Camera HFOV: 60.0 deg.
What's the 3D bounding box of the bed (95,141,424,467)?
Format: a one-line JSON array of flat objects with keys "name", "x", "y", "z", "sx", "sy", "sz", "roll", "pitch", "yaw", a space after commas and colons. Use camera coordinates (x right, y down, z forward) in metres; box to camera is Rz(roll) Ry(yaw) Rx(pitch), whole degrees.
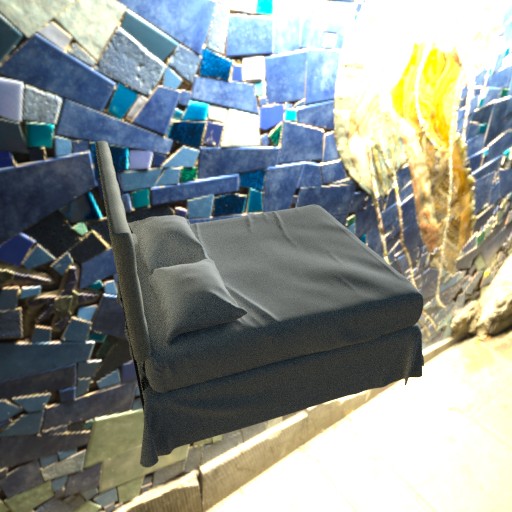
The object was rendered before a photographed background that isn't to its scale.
[{"name": "bed", "x": 0.000, "y": 0.000, "z": 3.460, "sx": 2.222, "sy": 1.577, "sz": 1.936, "roll": -11, "pitch": 33, "yaw": -17}]
